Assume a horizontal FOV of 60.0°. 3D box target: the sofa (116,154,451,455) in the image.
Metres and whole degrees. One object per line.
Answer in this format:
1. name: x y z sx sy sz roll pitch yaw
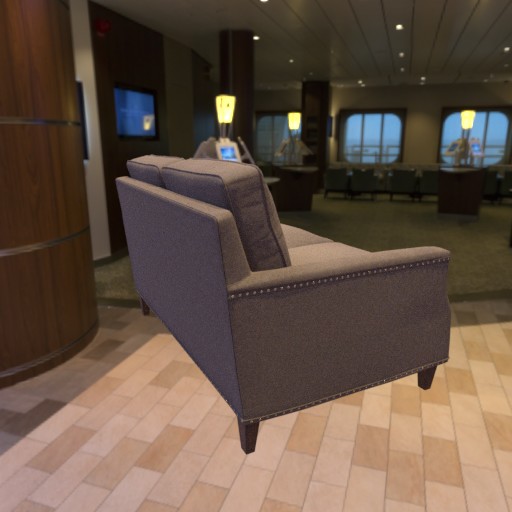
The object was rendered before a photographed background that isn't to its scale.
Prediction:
1. sofa: 0.000 0.000 2.257 1.084 1.003 1.597 -8 17 -27
